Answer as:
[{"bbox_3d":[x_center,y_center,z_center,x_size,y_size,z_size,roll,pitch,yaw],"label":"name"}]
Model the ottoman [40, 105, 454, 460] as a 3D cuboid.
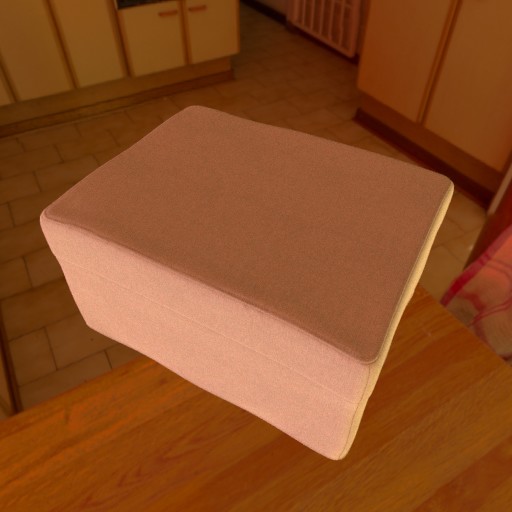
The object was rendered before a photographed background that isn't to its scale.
[{"bbox_3d":[0.000,0.000,1.229,0.833,0.461,0.648,22,50,20],"label":"ottoman"}]
